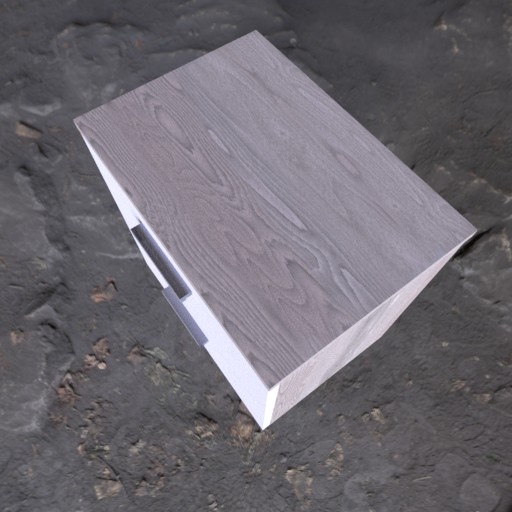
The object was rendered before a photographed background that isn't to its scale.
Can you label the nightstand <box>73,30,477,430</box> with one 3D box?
[{"bbox_3d":[0.000,0.000,0.766,0.325,0.461,0.442,-33,68,-15],"label":"nightstand"}]
